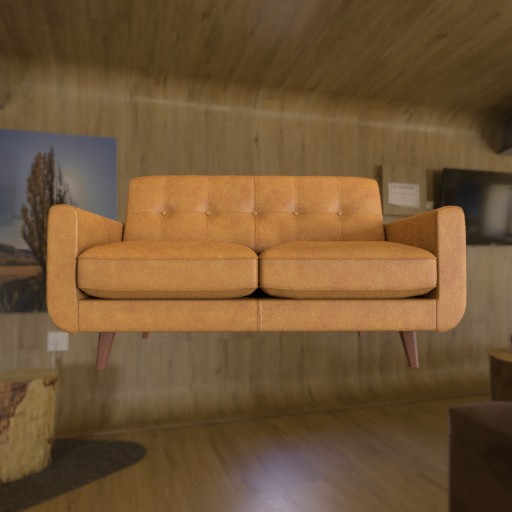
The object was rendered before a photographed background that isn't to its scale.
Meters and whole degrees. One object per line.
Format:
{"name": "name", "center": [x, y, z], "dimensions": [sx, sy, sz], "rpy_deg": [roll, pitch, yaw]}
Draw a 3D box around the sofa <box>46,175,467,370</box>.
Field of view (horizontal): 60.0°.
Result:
{"name": "sofa", "center": [0.000, 0.000, 2.178], "dimensions": [1.651, 0.925, 0.952], "rpy_deg": [0, -2, -2]}
